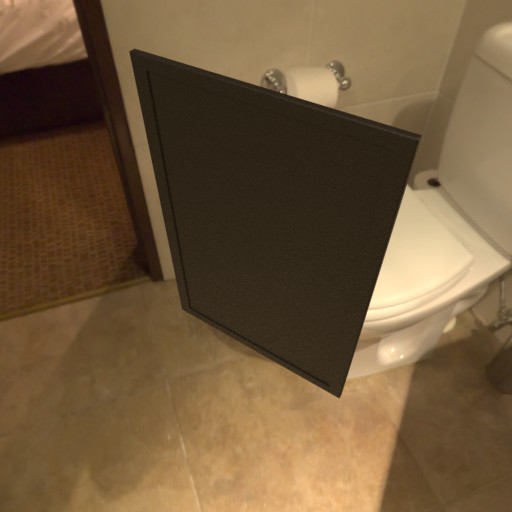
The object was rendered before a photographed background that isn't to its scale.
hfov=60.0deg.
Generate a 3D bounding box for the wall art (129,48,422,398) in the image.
[{"bbox_3d":[0.000,0.000,0.835,0.451,0.661,0.012,25,52,22],"label":"wall art"}]
